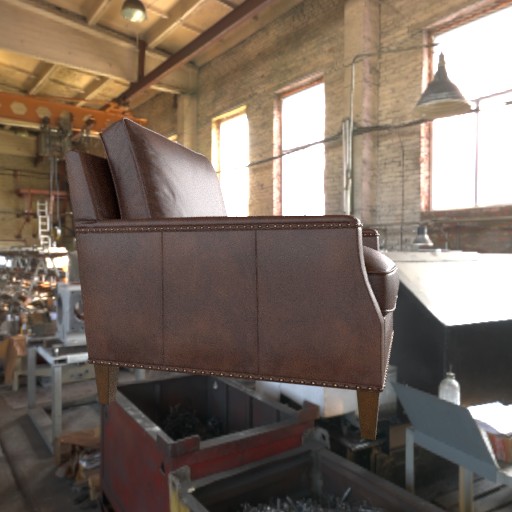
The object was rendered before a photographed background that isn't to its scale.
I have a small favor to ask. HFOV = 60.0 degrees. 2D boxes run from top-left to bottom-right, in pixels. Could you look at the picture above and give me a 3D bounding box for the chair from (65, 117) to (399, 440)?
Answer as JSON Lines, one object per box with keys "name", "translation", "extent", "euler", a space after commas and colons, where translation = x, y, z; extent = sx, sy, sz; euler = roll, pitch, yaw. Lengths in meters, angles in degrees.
{"name": "chair", "translation": [0.000, 0.000, 1.653], "extent": [1.014, 0.929, 0.853], "euler": [0, 1, 19]}
